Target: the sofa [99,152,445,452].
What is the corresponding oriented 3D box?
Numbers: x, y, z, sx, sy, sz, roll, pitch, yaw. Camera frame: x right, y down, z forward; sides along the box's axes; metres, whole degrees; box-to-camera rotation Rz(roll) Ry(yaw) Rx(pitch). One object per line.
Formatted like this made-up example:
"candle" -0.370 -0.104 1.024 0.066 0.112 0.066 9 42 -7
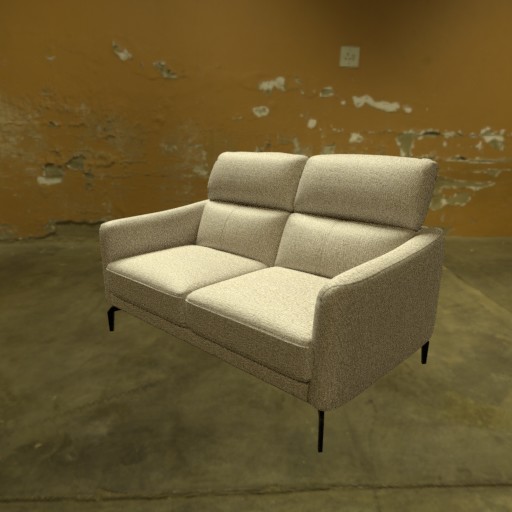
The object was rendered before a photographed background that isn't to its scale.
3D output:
"sofa" 0.000 0.000 2.138 1.540 0.950 0.905 14 20 42
